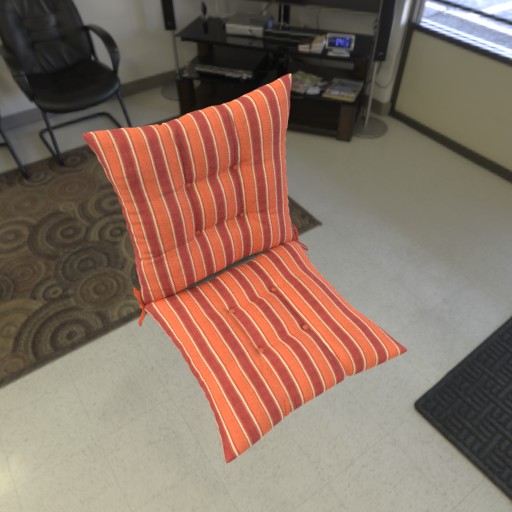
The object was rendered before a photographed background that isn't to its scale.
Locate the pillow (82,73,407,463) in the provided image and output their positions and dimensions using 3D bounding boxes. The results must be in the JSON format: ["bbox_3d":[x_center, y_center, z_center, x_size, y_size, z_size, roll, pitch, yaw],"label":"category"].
[{"bbox_3d":[0.000,0.000,1.003,0.541,0.536,0.585,-24,51,-22],"label":"pillow"}]
